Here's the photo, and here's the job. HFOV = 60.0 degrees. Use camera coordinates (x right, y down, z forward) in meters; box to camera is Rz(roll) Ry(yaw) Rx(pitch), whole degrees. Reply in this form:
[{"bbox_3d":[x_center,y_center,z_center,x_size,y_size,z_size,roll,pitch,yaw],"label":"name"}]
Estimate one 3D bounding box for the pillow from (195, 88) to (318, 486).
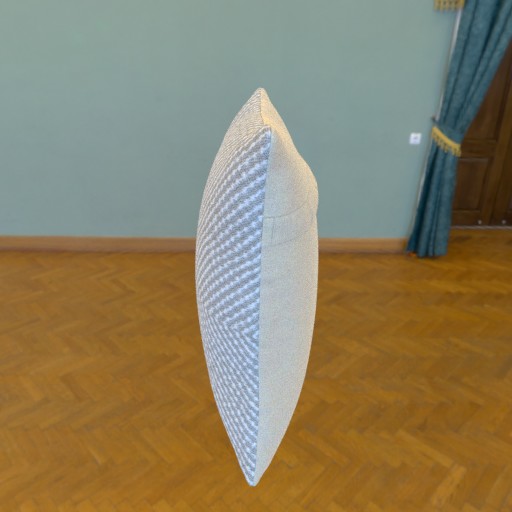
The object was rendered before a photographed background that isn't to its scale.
[{"bbox_3d":[0.000,0.000,0.687,0.181,0.458,0.459,0,25,-1],"label":"pillow"}]
